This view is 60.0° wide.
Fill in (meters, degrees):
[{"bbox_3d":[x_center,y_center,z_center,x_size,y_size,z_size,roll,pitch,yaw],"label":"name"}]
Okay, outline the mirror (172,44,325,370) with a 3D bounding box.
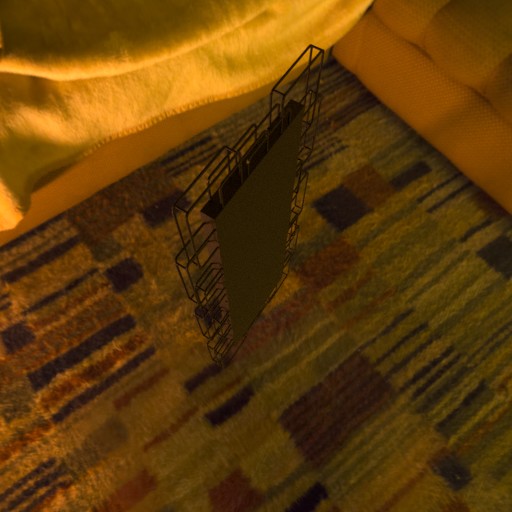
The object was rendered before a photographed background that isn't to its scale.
[{"bbox_3d":[0.000,0.000,1.386,0.037,1.192,0.565,30,67,14],"label":"mirror"}]
